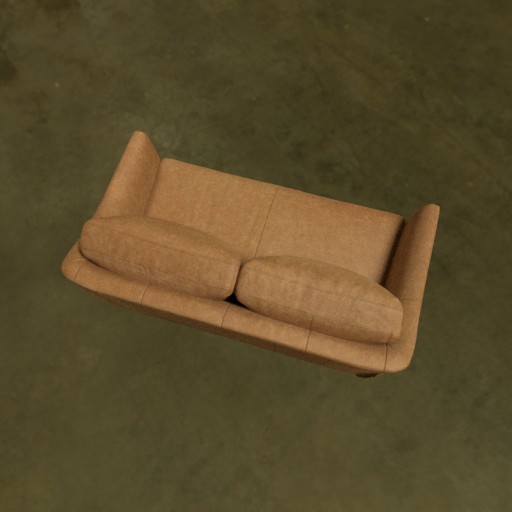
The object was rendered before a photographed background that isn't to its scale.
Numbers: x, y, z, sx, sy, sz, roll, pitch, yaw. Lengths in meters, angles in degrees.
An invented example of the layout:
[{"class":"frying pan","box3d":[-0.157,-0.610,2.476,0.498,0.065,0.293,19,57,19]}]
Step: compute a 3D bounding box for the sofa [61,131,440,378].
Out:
[{"class":"sofa","box3d":[0.000,0.000,2.199,1.619,0.902,0.960,15,66,7]}]
